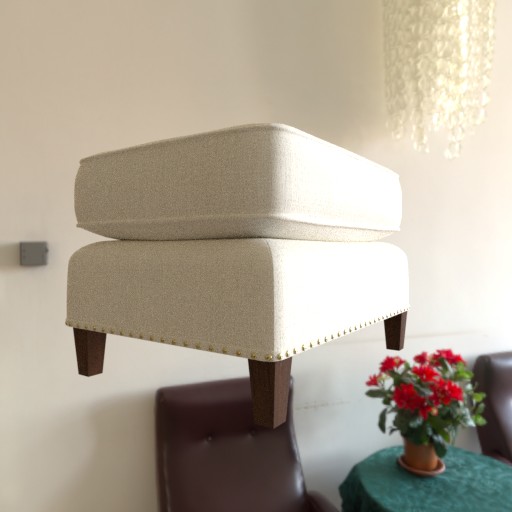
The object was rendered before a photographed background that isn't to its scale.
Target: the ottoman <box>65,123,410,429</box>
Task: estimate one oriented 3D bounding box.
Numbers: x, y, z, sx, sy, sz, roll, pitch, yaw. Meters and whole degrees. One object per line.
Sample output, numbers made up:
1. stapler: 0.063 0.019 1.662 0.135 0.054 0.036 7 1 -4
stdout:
1. ottoman: 0.000 0.000 1.145 0.589 0.537 0.738 1 1 35
